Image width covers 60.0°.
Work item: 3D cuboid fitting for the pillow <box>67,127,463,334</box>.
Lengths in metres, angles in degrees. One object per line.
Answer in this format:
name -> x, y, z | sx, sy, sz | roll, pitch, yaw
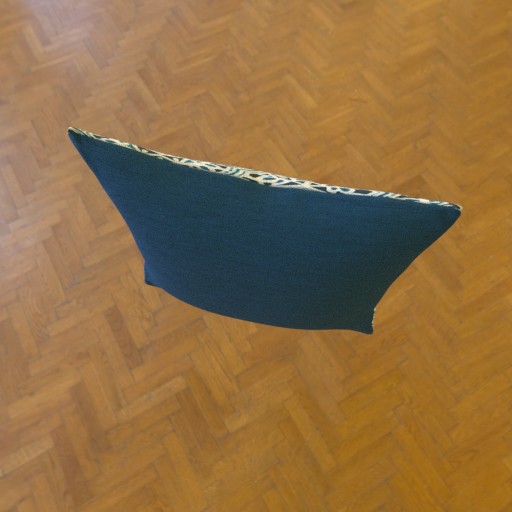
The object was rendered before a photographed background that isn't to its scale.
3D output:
pillow -> 0.000, 0.000, 0.654 | 0.440, 0.420, 0.145 | 12, 64, 6
